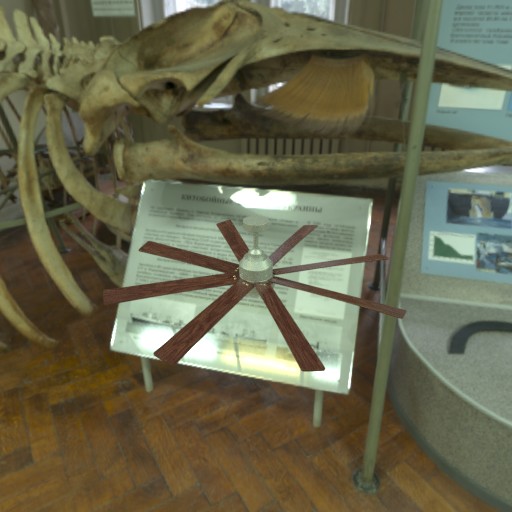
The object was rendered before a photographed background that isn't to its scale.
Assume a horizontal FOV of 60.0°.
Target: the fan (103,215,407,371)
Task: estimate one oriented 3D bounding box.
[{"bbox_3d":[0.000,0.000,2.721,1.830,0.472,1.830,-8,28,-15],"label":"fan"}]
